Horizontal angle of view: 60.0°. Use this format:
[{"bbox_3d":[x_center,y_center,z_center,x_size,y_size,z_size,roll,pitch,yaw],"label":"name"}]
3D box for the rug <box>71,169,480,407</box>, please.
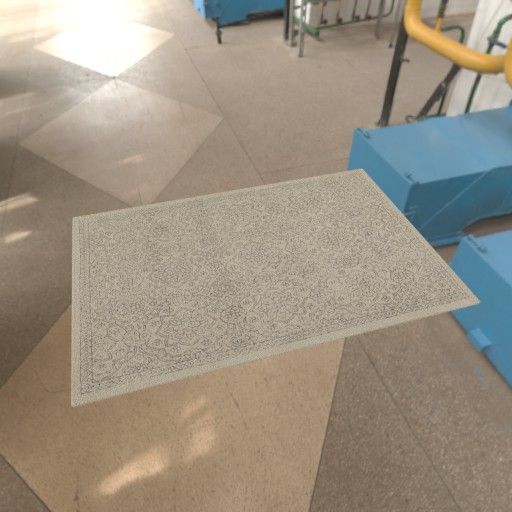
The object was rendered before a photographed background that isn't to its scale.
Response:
[{"bbox_3d":[0.000,0.000,2.303,1.829,0.010,1.219,-11,44,-12],"label":"rug"}]
